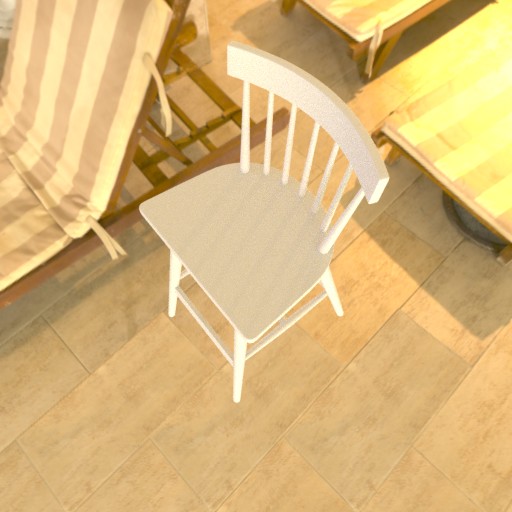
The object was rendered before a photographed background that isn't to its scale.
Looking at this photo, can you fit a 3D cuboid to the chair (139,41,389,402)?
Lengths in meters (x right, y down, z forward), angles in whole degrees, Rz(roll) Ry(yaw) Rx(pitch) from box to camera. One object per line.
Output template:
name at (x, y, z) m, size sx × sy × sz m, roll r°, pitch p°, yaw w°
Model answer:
chair at (0.000, 0.000, 1.348) m, size 0.572 × 1.092 × 0.483 m, roll -36°, pitch 69°, yaw -16°
